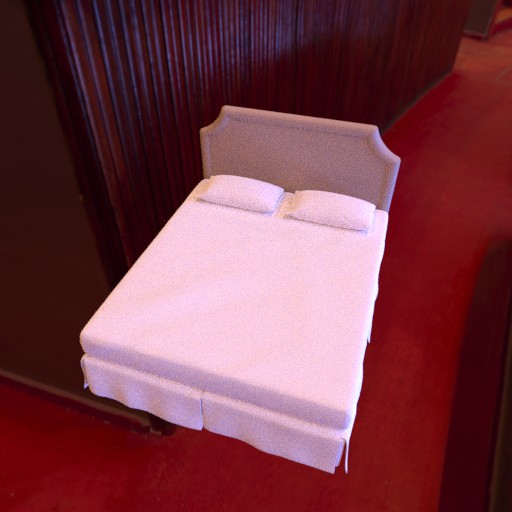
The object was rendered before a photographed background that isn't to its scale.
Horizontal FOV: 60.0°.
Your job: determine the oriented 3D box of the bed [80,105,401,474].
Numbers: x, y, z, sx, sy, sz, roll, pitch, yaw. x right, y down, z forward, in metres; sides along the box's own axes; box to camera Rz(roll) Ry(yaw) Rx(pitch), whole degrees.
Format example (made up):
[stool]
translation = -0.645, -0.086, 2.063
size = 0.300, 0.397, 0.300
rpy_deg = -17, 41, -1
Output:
[bed]
translation = 0.000, 0.000, 4.107
size = 2.350, 1.590, 2.773
rpy_deg = 12, 43, 14
